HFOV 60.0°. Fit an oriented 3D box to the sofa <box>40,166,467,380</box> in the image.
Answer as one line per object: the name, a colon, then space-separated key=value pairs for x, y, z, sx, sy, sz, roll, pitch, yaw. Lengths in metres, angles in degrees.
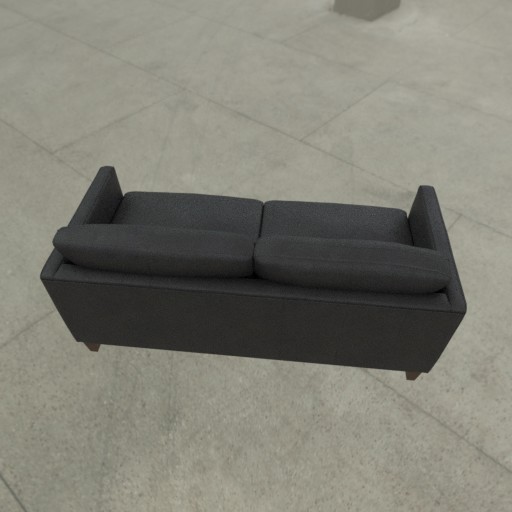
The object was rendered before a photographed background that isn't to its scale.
sofa: x=0.000 y=0.000 z=2.481 sx=1.971 sy=0.863 sz=0.933 roll=4 pitch=47 yaw=4
